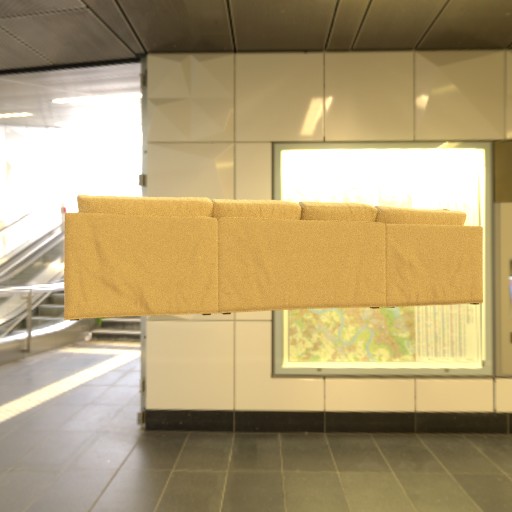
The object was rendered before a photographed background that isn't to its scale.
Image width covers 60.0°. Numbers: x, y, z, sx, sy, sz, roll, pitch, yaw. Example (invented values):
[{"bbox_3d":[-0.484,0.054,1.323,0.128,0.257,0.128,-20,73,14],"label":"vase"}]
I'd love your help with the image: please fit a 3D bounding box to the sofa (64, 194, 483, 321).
[{"bbox_3d":[0.000,0.000,4.521,3.460,0.882,2.427,0,-1,-18],"label":"sofa"}]
